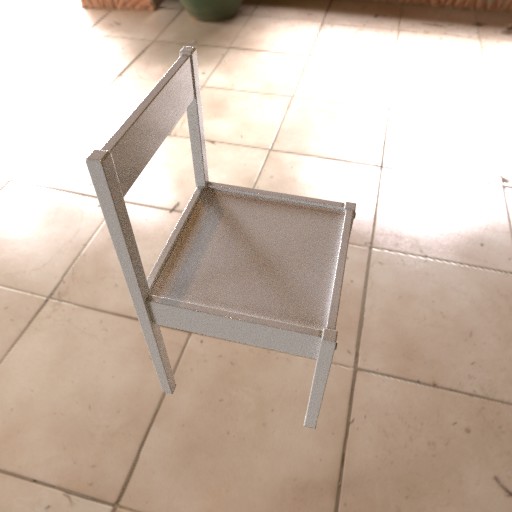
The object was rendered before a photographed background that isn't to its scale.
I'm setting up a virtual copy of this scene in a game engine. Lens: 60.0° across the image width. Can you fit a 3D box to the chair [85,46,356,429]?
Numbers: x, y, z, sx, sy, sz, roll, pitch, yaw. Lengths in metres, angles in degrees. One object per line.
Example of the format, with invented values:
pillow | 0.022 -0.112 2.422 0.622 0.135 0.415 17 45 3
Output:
chair | 0.000 0.000 0.695 0.285 0.505 0.285 10 48 9
